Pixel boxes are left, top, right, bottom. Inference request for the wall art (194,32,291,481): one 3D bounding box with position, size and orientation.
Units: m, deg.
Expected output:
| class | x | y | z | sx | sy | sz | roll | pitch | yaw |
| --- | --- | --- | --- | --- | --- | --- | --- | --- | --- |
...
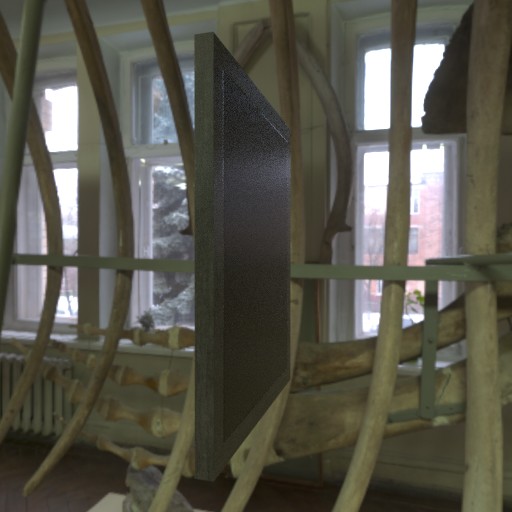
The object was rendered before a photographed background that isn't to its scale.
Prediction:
| class | x | y | z | sx | sy | sz | roll | pitch | yaw |
| --- | --- | --- | --- | --- | --- | --- | --- | --- | --- |
| wall art | 0.000 | 0.000 | 0.805 | 0.027 | 0.580 | 0.479 | 0 | 1 | 16 |
